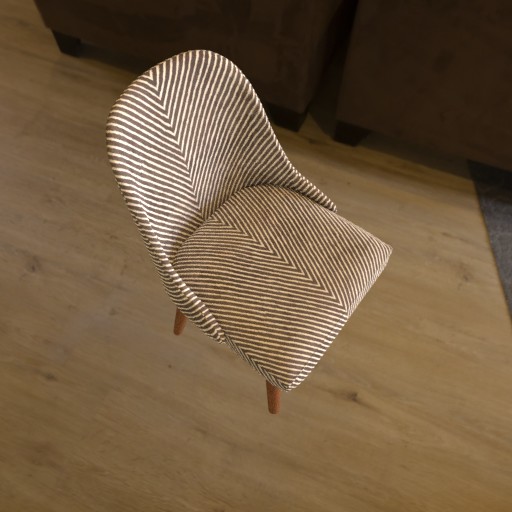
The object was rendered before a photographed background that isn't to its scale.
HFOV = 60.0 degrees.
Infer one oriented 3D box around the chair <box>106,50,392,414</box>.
[{"bbox_3d":[0.000,0.000,1.200,0.591,0.883,0.504,35,66,18],"label":"chair"}]
